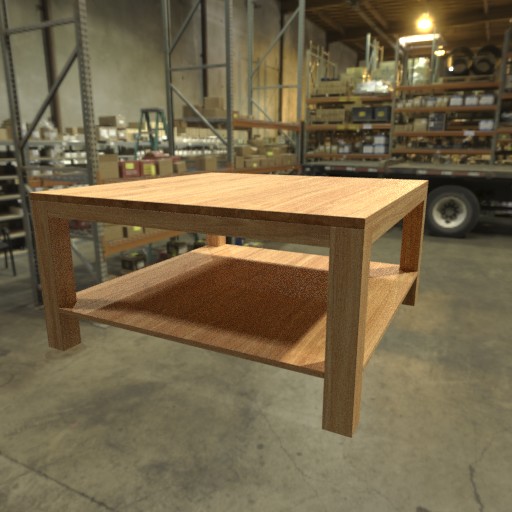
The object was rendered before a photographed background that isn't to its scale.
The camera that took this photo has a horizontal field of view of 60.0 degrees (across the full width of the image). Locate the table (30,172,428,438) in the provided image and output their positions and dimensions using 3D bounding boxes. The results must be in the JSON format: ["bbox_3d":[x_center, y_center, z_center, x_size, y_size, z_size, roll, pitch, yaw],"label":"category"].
[{"bbox_3d":[0.000,0.000,1.428,0.900,0.450,0.900,7,16,26],"label":"table"}]
